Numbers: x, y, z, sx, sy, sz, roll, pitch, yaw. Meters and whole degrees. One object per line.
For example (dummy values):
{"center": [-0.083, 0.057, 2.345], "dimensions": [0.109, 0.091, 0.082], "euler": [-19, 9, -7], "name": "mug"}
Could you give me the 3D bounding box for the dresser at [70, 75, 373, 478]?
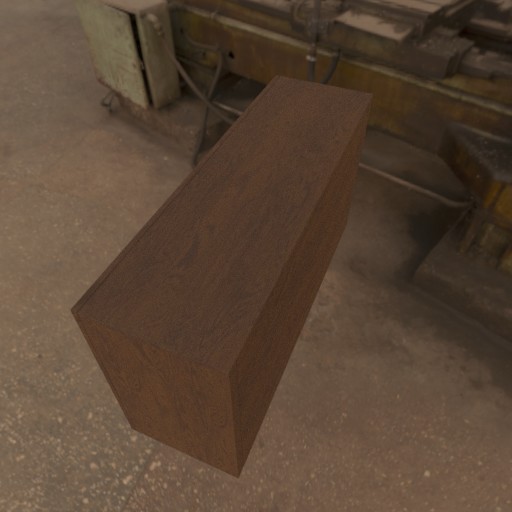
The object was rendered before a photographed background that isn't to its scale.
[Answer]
{"center": [0.000, 0.000, 1.943], "dimensions": [0.512, 0.889, 1.523], "euler": [17, 50, 16], "name": "dresser"}
